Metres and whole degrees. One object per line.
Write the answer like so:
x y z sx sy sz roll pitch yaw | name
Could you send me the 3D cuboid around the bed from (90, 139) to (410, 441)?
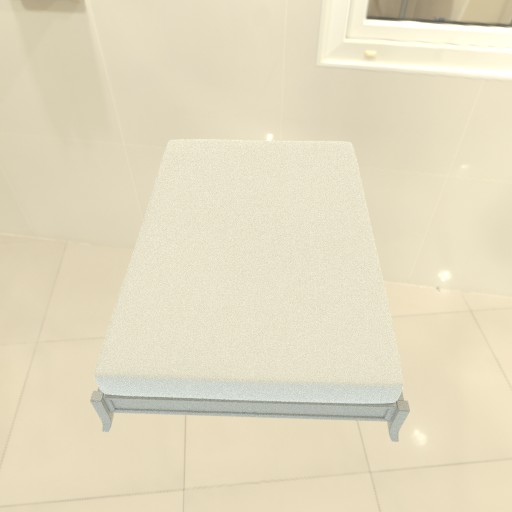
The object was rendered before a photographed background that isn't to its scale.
0.000 0.000 2.688 1.460 0.510 1.985 1 46 1 | bed
